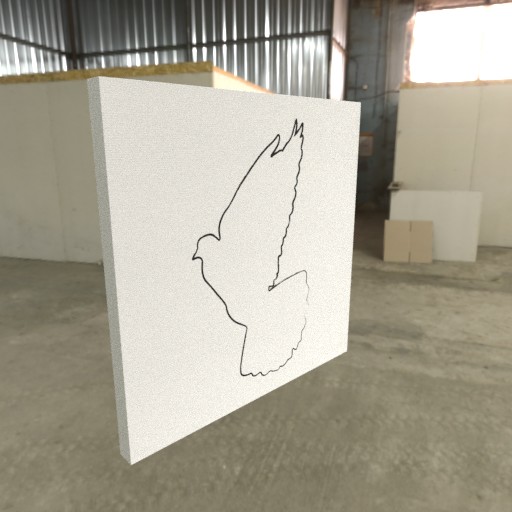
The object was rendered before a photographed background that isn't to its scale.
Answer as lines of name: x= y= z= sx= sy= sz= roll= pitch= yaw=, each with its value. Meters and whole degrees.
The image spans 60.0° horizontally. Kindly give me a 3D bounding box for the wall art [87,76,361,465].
wall art: x=0.000 y=0.000 z=0.882 sx=0.610 sy=0.610 sz=0.038 roll=-13 pitch=20 yaw=-41
